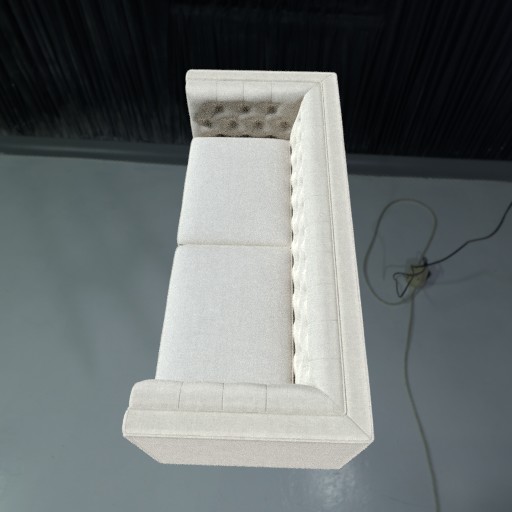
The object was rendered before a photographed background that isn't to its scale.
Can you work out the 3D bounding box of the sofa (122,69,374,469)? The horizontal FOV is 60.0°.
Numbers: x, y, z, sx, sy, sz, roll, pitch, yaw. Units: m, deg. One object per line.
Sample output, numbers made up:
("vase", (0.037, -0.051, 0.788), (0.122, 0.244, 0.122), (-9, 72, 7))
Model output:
("sofa", (0.000, 0.000, 2.122), (0.775, 0.762, 1.778), (2, 58, 1))
